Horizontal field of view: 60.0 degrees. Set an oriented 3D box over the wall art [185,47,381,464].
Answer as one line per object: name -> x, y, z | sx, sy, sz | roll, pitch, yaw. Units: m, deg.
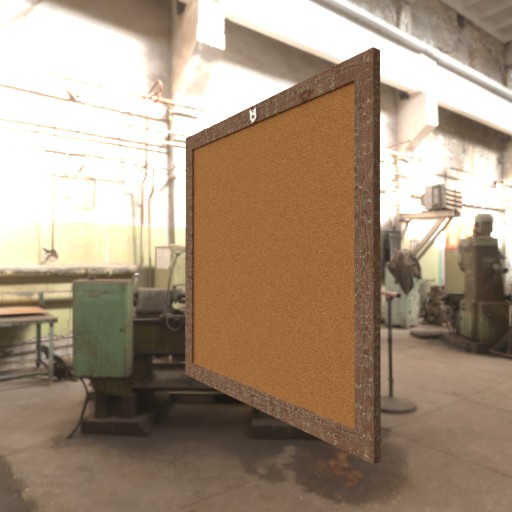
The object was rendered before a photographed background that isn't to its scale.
wall art -> 0.000, 0.000, 0.566 | 0.012, 0.384, 0.384 | 0, 0, -35
